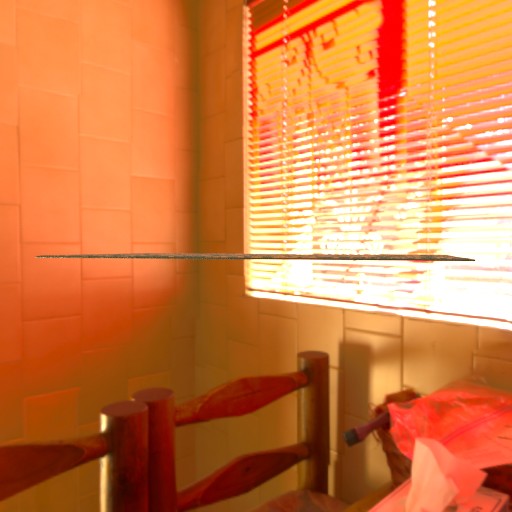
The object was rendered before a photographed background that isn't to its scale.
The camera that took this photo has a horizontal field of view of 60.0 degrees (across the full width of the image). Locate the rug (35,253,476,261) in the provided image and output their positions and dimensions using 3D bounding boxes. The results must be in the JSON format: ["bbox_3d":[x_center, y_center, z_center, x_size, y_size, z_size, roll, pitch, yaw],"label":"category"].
[{"bbox_3d":[0.000,0.000,1.448,1.219,0.007,0.604,0,1,18],"label":"rug"}]
